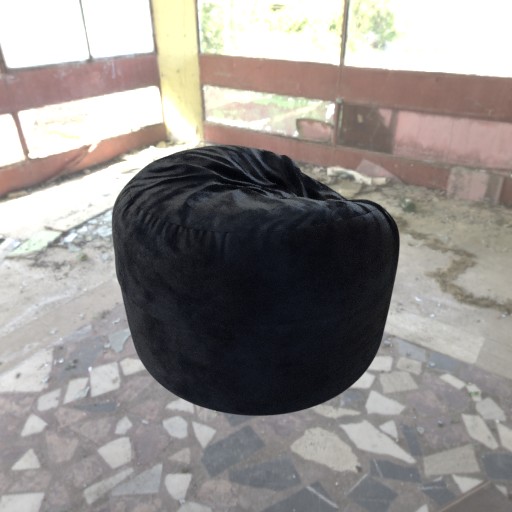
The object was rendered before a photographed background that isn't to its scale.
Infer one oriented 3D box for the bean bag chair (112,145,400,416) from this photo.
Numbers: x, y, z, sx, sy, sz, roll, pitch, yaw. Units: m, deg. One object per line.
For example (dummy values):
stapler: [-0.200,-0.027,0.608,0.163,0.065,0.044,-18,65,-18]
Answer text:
bean bag chair: [0.000,0.000,1.509,0.918,0.616,0.918,0,30,0]
